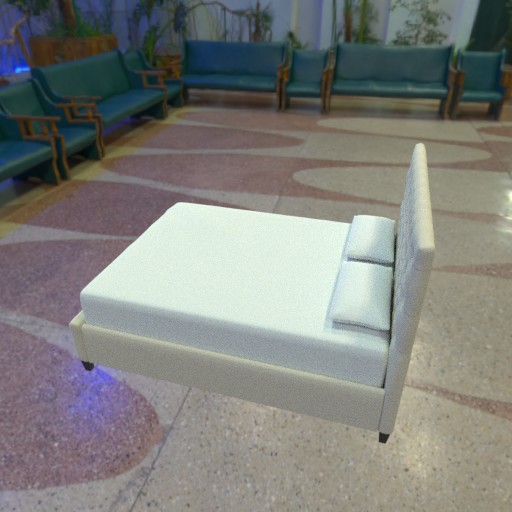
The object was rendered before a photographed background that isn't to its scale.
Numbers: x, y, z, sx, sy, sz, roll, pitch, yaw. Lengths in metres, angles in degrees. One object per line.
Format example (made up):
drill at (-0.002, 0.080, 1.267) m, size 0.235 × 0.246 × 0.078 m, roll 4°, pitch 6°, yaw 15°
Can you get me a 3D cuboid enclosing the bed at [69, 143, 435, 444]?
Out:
bed at (0.000, 0.000, 3.338) m, size 2.233 × 1.426 × 1.696 m, roll 9°, pitch 32°, yaw 14°
